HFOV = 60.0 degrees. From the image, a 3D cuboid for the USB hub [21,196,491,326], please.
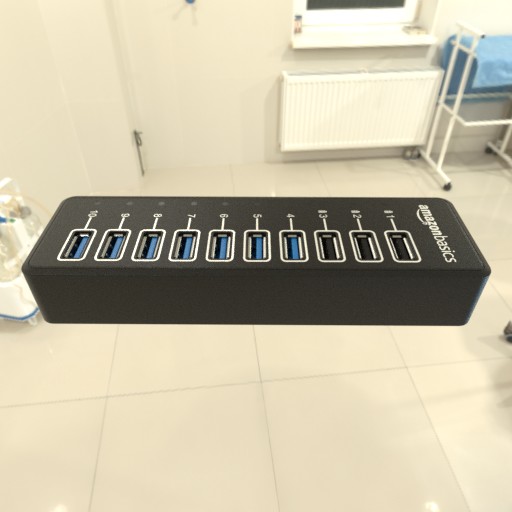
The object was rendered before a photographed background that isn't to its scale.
[{"bbox_3d":[0.000,0.000,0.157,0.145,0.023,0.044,0,40,0],"label":"USB hub"}]
